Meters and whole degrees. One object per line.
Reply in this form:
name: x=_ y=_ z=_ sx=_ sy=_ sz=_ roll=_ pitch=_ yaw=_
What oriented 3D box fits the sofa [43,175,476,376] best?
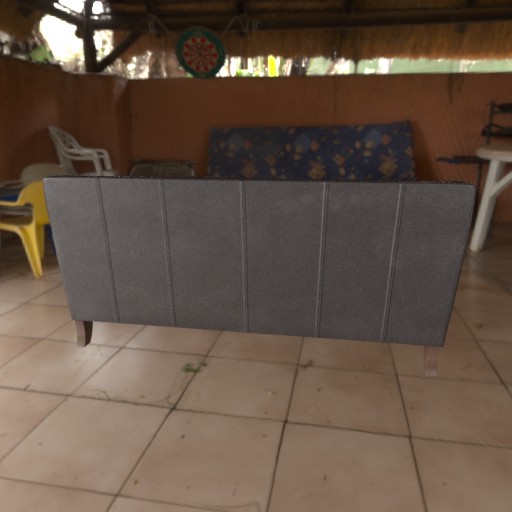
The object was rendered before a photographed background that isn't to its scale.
sofa: x=0.000 y=0.000 z=2.539 sx=2.053 sy=0.947 sz=0.805 roll=3 pitch=15 yaw=9
